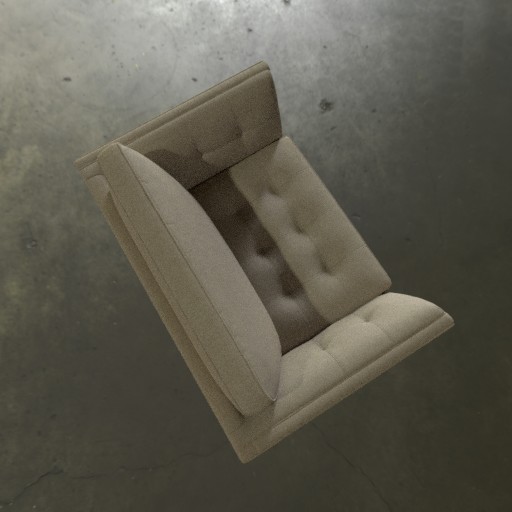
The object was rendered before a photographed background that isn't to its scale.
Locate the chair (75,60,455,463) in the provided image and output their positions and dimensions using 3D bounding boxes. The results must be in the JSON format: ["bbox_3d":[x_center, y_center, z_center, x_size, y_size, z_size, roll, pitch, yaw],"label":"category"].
[{"bbox_3d":[0.000,0.000,2.070,0.965,0.940,1.397,-31,77,-8],"label":"chair"}]
